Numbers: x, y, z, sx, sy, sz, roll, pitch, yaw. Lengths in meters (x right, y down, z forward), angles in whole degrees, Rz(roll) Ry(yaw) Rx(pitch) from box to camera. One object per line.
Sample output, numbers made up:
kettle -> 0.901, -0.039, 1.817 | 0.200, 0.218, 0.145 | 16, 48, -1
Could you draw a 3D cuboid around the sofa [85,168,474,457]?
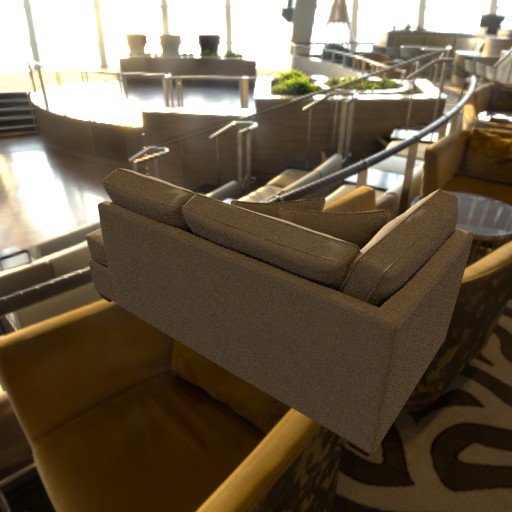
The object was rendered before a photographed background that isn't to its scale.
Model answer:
sofa -> 0.000, 0.000, 2.814 | 2.238, 1.019, 1.110 | 21, 36, 33
